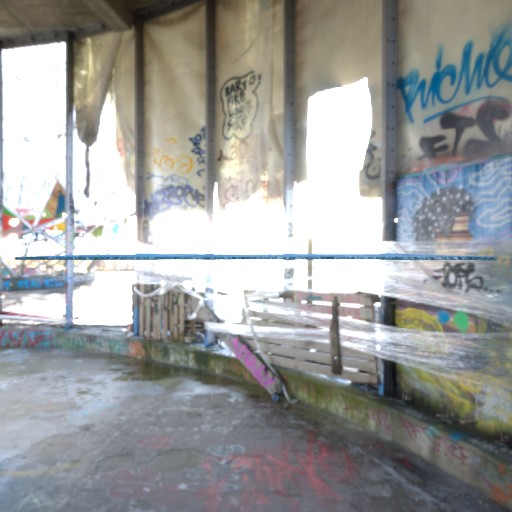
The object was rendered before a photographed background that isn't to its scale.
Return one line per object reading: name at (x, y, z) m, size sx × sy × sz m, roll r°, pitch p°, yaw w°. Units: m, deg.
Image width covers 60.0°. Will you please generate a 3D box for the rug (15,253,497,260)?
rug at (0.000, 0.000, 2.834) m, size 2.277 × 0.015 × 1.490 m, roll 0°, pitch 1°, yaw 0°
